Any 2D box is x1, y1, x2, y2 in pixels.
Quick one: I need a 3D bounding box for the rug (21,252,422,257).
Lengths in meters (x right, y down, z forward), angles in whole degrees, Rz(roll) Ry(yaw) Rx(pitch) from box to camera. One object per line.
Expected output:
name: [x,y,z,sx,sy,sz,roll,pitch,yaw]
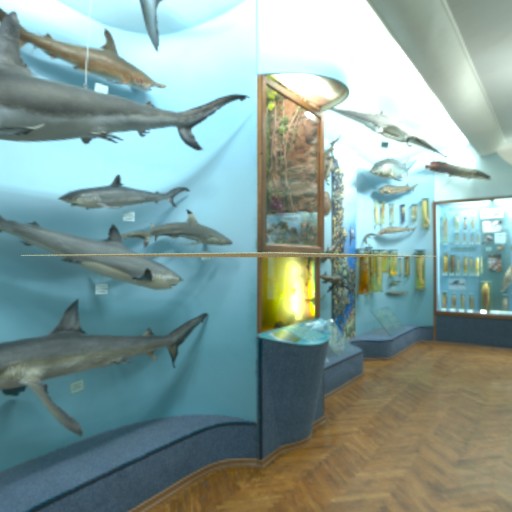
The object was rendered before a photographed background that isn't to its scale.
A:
rug: [0.000,0.000,4.077,2.454,0.005,3.067,0,-1,36]
